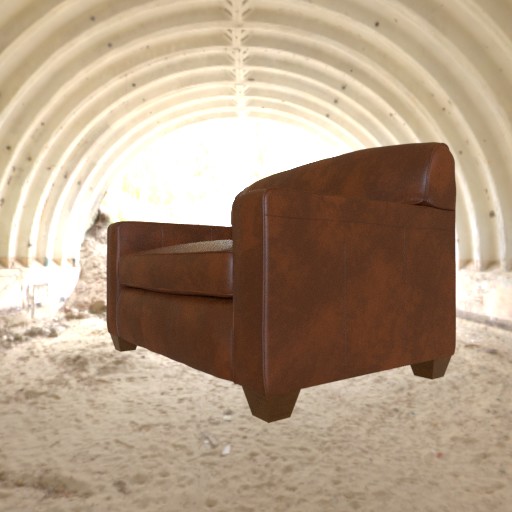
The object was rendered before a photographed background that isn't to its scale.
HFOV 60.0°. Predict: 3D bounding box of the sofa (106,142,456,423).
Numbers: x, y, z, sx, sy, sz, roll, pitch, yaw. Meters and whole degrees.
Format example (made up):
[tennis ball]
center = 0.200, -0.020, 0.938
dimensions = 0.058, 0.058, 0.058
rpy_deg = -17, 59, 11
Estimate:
[sofa]
center = 0.000, 0.000, 2.016
dimensions = 1.000, 0.956, 1.413
rpy_deg = 1, -1, -36
